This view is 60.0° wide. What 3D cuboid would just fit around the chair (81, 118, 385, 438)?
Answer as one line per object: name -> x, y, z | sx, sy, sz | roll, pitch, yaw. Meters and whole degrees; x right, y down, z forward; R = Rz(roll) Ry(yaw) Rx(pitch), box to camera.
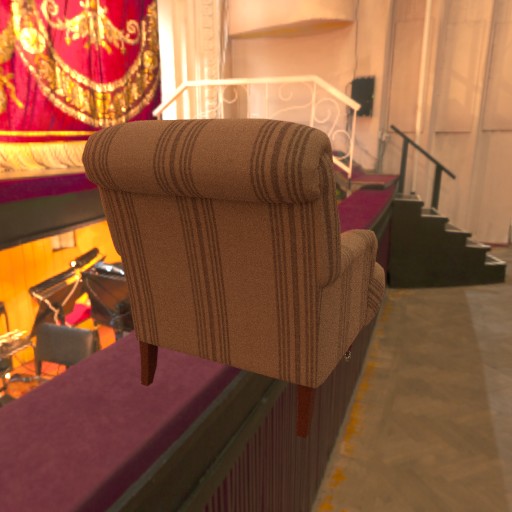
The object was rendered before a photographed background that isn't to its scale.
chair -> 0.000, 0.000, 1.617 | 0.813, 0.940, 0.914 | 8, 18, 26
